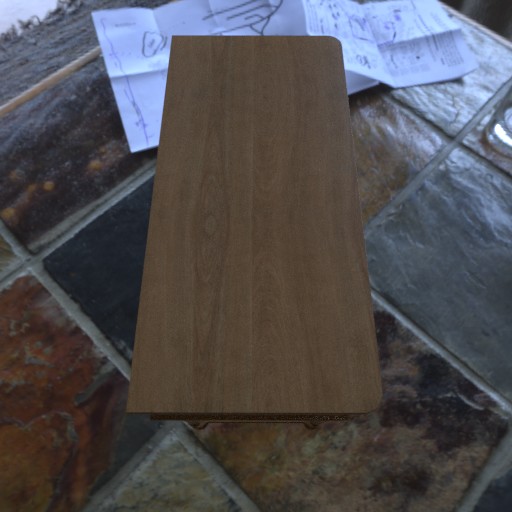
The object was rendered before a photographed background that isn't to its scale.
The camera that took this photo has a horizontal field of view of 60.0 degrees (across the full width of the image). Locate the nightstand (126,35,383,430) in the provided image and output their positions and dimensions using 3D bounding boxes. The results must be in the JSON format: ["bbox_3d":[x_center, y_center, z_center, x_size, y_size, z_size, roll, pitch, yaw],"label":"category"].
[{"bbox_3d":[0.000,0.000,1.250,0.432,0.700,0.914,0,64,0],"label":"nightstand"}]
